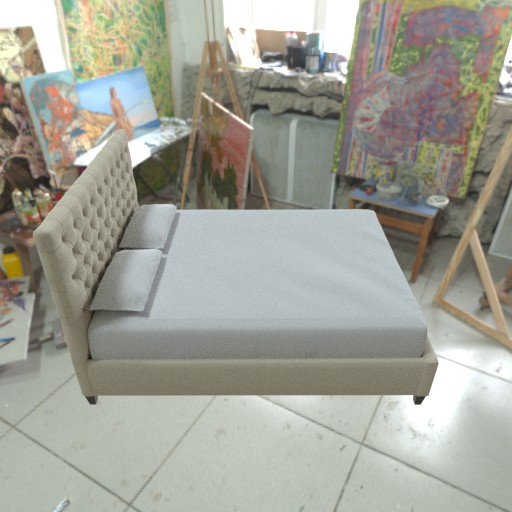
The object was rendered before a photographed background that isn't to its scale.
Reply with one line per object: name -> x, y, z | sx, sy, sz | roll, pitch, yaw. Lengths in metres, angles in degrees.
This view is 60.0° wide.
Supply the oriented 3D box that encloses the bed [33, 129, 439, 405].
bed -> 0.000, 0.000, 3.392 | 2.387, 1.427, 1.698 | 0, 34, 0
